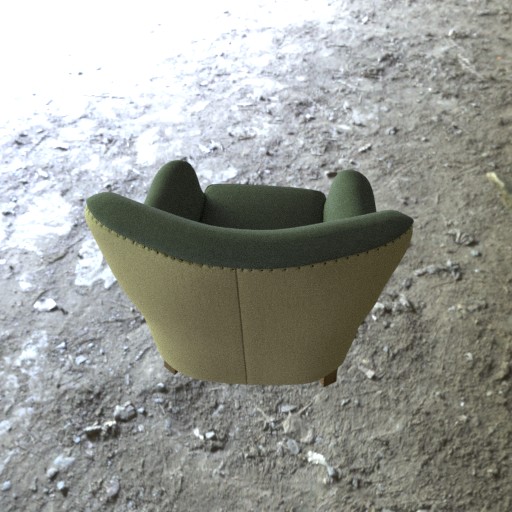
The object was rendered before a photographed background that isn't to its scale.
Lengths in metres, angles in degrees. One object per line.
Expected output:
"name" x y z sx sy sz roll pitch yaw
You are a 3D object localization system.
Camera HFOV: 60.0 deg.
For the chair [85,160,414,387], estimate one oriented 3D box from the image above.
"chair" 0.000 0.000 1.624 0.861 0.936 0.921 4 46 4
